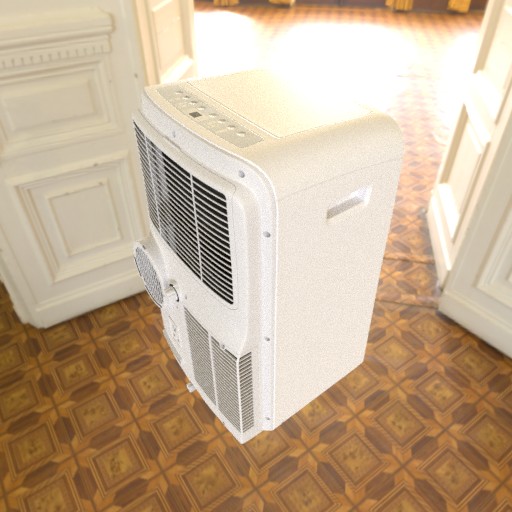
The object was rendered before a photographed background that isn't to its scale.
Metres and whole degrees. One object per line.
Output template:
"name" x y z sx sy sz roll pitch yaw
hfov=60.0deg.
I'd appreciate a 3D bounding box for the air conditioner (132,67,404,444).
"air conditioner" 0.000 0.000 1.063 0.467 0.765 0.478 -25 47 -26
